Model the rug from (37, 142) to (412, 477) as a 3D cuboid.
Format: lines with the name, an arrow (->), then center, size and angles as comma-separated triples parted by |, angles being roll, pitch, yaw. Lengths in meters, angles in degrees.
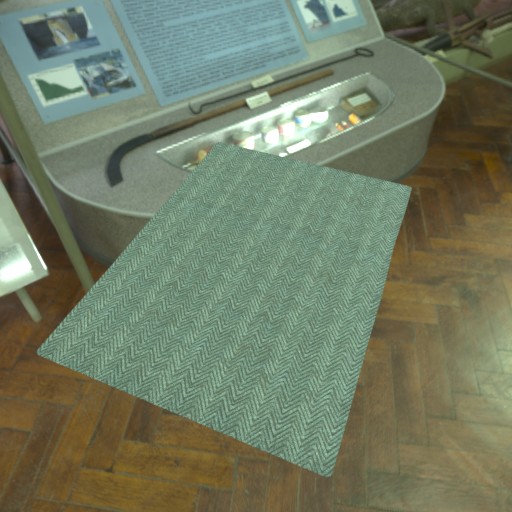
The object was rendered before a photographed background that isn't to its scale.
rug -> 0.000, 0.000, 5.071 | 2.894, 0.011, 3.957 | 17, 49, 15
